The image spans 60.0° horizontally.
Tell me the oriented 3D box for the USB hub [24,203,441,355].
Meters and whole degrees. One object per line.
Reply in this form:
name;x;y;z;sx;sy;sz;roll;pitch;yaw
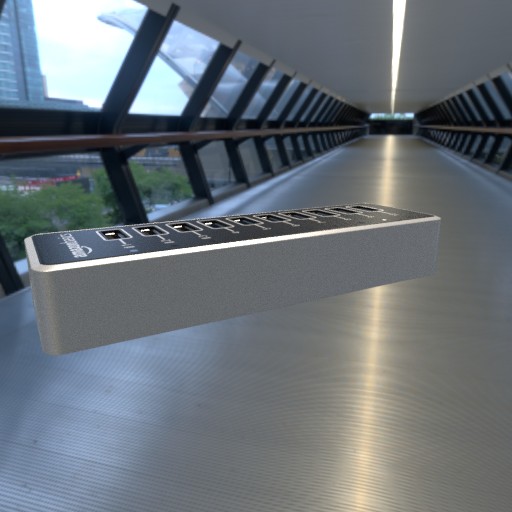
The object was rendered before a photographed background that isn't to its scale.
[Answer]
USB hub;0.000;0.000;0.159;0.145;0.023;0.044;-8;17;-28
